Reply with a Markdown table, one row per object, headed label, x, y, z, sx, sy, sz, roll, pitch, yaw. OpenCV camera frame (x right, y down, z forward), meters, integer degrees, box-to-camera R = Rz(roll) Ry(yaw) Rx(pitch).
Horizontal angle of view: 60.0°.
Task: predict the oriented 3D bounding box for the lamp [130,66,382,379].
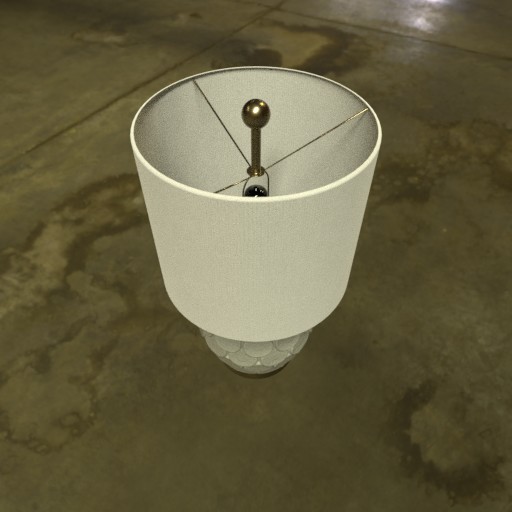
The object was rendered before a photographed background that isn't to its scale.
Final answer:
| label | x | y | z | sx | sy | sz | roll | pitch | yaw |
| --- | --- | --- | --- | --- | --- | --- | --- | --- | --- |
| lamp | 0.000 | 0.000 | 0.604 | 0.254 | 0.452 | 0.254 | 0 | 47 | 0 |
